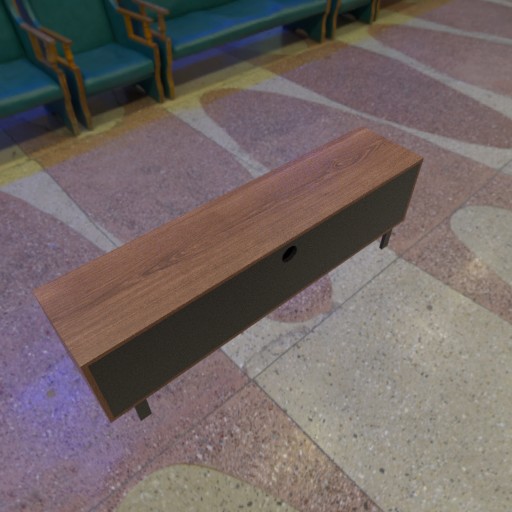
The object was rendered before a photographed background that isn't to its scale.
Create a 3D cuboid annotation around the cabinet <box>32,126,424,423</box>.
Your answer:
[{"bbox_3d":[0.000,0.000,1.923,1.650,0.500,0.400,-31,53,-27],"label":"cabinet"}]
